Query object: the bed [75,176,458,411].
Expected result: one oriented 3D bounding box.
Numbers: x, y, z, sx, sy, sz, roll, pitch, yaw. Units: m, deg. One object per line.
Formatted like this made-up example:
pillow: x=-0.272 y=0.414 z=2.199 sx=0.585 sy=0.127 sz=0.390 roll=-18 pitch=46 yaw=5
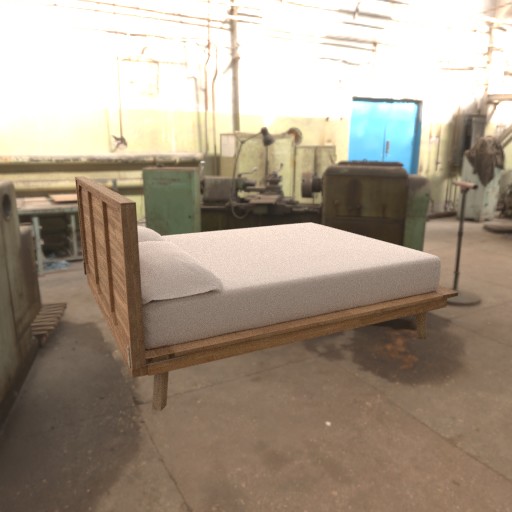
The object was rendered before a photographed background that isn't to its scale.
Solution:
bed: x=0.000 y=0.000 z=3.144 sx=2.145 sy=1.071 sz=1.759 roll=-7 pitch=16 yaw=-26
